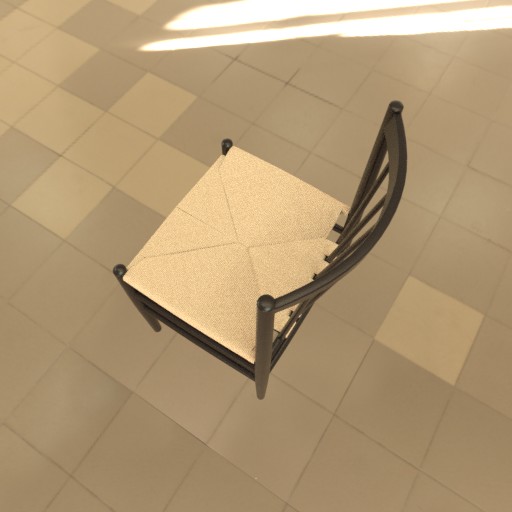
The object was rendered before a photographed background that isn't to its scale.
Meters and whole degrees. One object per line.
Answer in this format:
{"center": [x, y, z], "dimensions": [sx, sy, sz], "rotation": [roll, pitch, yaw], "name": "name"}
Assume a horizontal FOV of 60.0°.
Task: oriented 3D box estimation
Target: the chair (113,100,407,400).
{"center": [0.000, 0.000, 1.135], "dimensions": [0.516, 0.818, 0.495], "rotation": [29, 67, 14], "name": "chair"}
